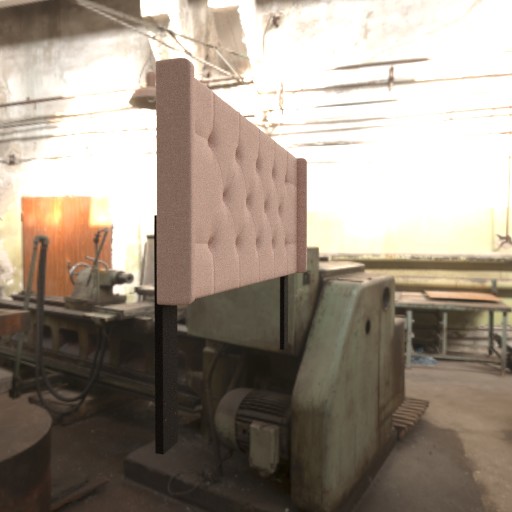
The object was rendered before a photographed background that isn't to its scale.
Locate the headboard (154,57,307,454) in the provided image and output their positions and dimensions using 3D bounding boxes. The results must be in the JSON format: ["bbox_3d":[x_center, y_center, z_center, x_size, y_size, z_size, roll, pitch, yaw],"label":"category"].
[{"bbox_3d":[0.000,0.000,2.642,0.184,1.524,2.051,1,2,19],"label":"headboard"}]
